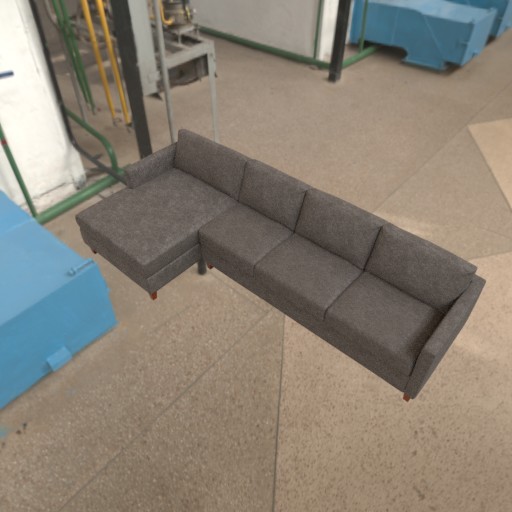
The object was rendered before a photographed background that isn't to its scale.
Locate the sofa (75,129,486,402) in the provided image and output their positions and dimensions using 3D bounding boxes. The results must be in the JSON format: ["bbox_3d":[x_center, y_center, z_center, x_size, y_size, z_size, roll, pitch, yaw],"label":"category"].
[{"bbox_3d":[0.000,0.000,4.046,3.471,0.954,1.606,31,52,28],"label":"sofa"}]
